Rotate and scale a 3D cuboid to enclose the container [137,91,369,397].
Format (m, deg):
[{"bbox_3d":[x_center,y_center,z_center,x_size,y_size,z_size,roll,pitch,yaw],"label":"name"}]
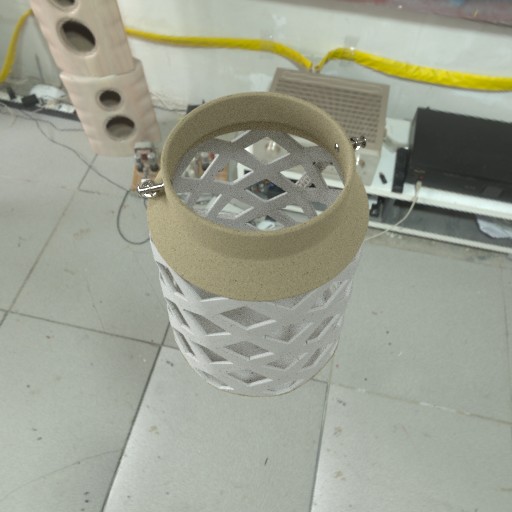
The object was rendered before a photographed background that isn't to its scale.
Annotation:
[{"bbox_3d":[0.000,0.000,0.346,0.163,0.229,0.172,-14,60,-9],"label":"container"}]
